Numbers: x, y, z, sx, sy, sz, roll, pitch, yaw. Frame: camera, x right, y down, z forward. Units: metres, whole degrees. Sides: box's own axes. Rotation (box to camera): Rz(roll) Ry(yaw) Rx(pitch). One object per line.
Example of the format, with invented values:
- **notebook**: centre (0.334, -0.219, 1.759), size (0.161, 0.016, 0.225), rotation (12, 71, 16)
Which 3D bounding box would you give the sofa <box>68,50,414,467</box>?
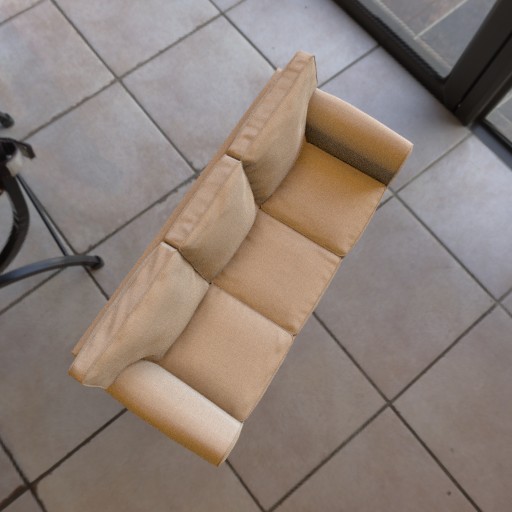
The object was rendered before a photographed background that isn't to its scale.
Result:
- **sofa**: centre (0.000, 0.000, 2.567), size (0.916, 0.961, 2.084), rotation (32, 78, 8)
